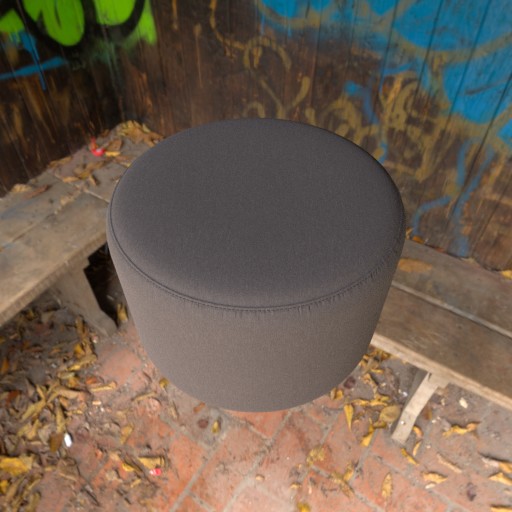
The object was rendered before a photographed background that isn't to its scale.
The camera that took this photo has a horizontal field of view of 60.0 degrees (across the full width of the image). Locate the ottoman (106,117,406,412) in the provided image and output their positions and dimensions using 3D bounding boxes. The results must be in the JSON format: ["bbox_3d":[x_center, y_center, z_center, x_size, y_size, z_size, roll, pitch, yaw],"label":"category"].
[{"bbox_3d":[0.000,0.000,1.030,0.608,0.433,0.608,0,47,0],"label":"ottoman"}]
